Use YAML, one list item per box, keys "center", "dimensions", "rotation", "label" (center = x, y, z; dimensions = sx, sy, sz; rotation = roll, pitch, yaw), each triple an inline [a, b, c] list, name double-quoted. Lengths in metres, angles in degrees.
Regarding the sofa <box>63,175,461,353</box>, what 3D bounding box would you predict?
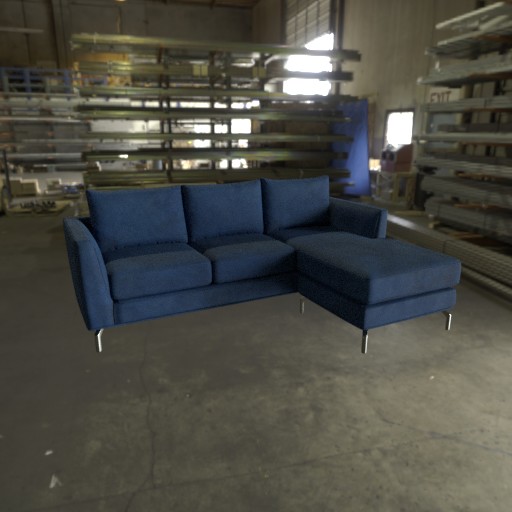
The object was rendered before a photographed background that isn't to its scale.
- center: [0.000, 0.000, 3.226]
  dimensions: [2.438, 0.987, 1.622]
  rotation: [-8, 18, -26]
  label: "sofa"
